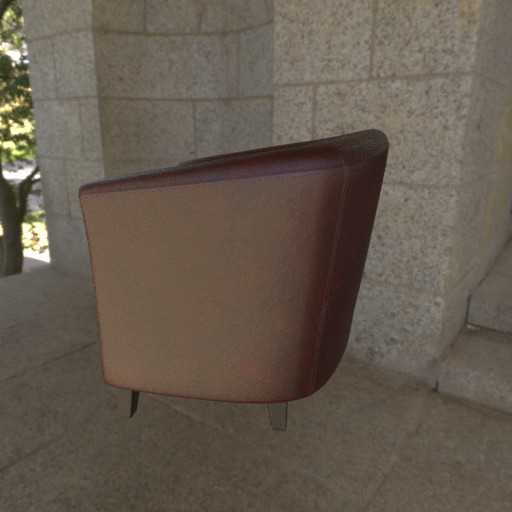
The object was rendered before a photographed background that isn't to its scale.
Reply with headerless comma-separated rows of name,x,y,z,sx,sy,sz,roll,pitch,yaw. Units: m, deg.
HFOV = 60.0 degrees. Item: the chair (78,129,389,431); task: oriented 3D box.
chair,0.000,0.000,1.373,0.727,0.756,0.792,2,16,8
